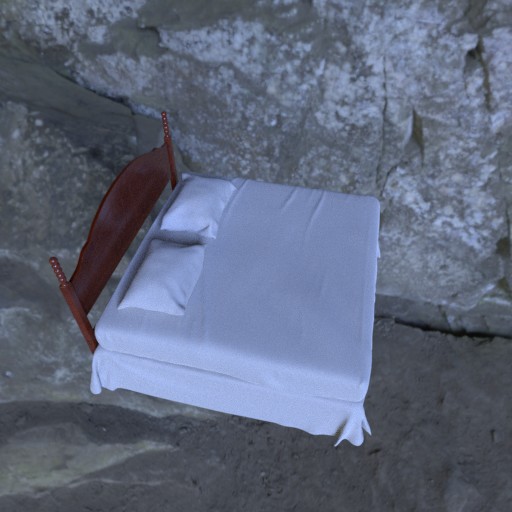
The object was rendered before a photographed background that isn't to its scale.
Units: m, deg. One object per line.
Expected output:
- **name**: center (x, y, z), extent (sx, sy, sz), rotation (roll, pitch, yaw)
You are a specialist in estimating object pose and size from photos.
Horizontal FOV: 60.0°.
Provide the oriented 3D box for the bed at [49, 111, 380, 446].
- **bed**: center (0.000, 0.000, 3.673), extent (2.219, 1.355, 2.322), rotation (10, 47, 9)
